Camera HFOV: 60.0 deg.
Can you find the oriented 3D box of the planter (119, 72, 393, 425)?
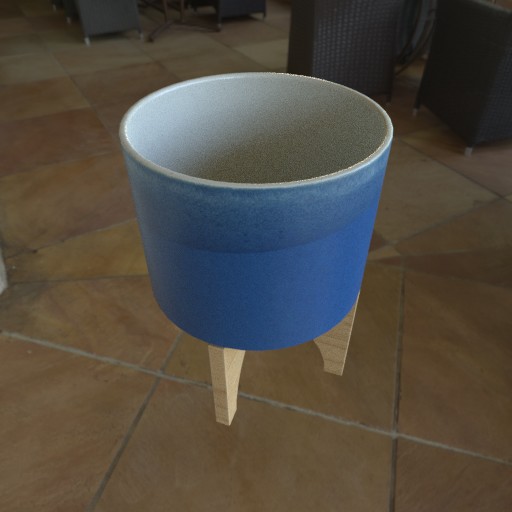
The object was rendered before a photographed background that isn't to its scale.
[{"bbox_3d":[0.000,0.000,0.403,0.192,0.263,0.192,0,40,0],"label":"planter"}]
